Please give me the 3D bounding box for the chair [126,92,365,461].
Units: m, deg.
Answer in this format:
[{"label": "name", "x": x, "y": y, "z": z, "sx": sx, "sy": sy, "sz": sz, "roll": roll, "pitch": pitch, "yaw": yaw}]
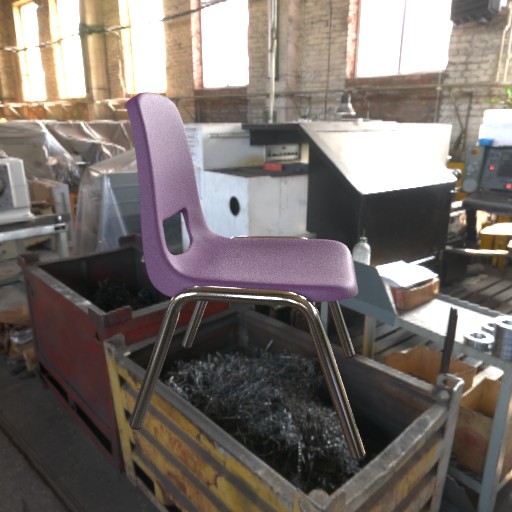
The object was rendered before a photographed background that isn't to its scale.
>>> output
[{"label": "chair", "x": 0.000, "y": 0.000, "z": 0.838, "sx": 0.419, "sy": 0.584, "sz": 0.356, "roll": 3, "pitch": 17, "yaw": 9}]
